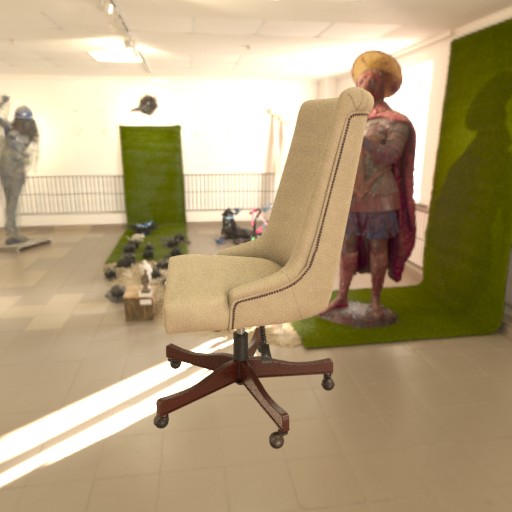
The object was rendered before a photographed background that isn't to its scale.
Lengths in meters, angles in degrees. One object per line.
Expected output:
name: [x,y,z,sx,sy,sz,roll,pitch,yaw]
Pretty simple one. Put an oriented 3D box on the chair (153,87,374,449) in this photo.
chair: [0.000,0.000,1.458,0.696,1.010,0.645,-2,15,-9]
